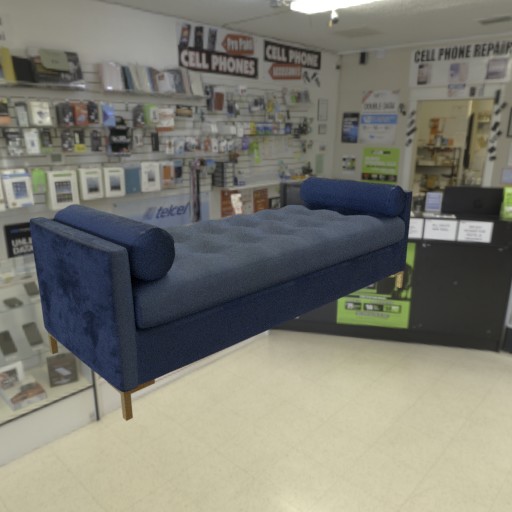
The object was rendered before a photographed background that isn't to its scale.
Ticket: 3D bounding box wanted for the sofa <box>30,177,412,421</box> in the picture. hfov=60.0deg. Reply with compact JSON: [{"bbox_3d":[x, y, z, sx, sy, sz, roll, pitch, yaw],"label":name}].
[{"bbox_3d":[0.000,0.000,2.477,2.102,0.705,0.796,-15,22,-42],"label":"sofa"}]
